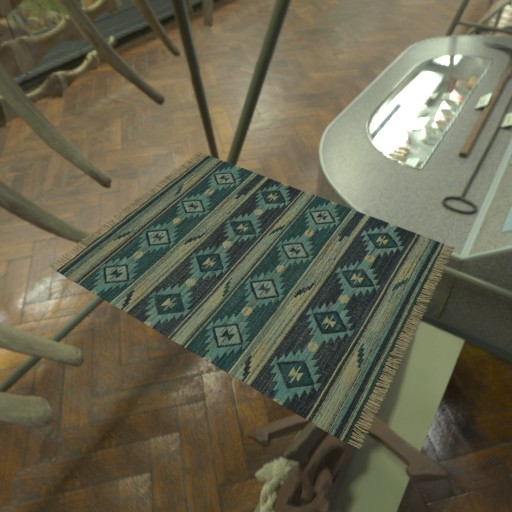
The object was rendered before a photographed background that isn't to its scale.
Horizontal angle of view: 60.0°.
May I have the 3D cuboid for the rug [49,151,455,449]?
[{"bbox_3d":[0.000,0.000,4.423,3.307,0.047,2.418,25,51,22],"label":"rug"}]
